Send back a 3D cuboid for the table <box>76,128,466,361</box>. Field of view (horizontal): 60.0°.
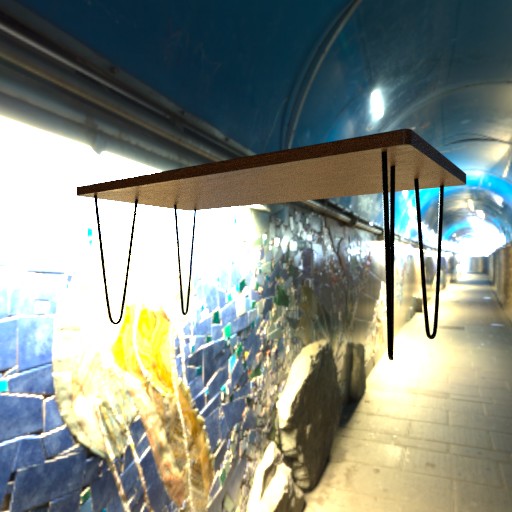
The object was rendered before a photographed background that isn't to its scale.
[{"bbox_3d":[0.000,0.000,2.225,1.791,0.753,0.883,-1,-1,36],"label":"table"}]
